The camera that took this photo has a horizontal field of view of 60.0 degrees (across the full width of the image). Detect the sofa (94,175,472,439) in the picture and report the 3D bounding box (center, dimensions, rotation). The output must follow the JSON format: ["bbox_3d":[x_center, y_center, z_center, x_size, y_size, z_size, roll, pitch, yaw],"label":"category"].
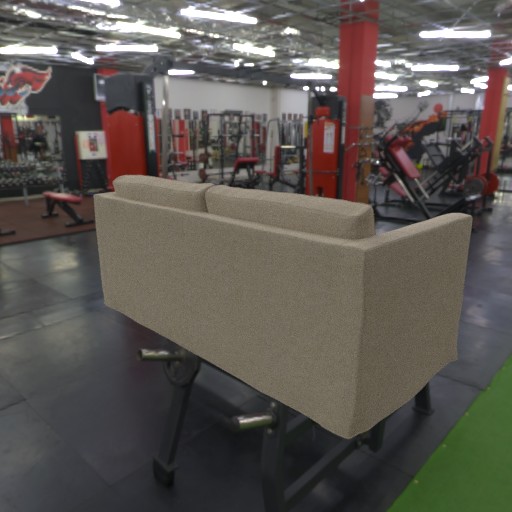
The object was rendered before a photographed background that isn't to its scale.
[{"bbox_3d":[0.000,0.000,2.476,0.956,0.847,1.987,-15,21,-43],"label":"sofa"}]
